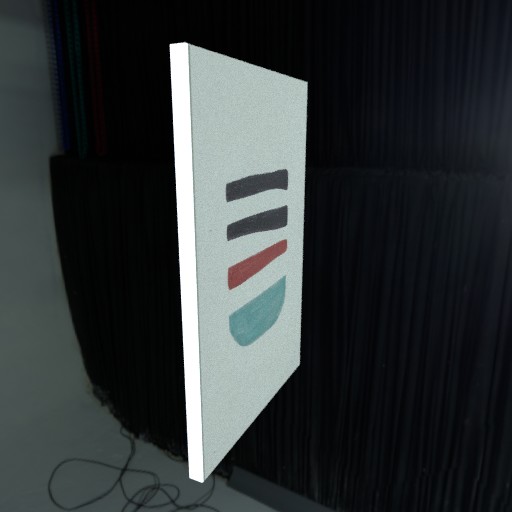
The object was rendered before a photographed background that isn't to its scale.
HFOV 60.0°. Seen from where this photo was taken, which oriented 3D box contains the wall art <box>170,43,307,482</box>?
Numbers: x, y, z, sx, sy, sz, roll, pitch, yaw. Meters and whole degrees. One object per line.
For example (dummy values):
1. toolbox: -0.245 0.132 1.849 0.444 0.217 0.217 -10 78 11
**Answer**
1. wall art: 0.000 0.000 1.154 0.038 0.912 0.607 7 16 25
